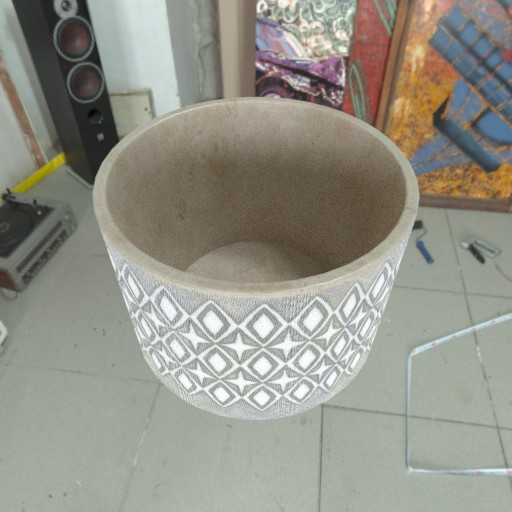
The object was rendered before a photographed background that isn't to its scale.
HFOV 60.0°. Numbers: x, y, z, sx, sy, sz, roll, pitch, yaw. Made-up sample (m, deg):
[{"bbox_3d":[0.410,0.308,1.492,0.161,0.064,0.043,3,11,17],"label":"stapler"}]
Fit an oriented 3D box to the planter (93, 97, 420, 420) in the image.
[{"bbox_3d":[0.000,0.000,0.275,0.164,0.127,0.164,0,46,0],"label":"planter"}]
